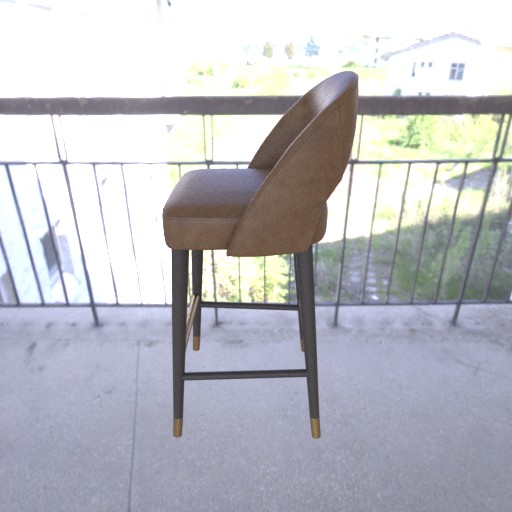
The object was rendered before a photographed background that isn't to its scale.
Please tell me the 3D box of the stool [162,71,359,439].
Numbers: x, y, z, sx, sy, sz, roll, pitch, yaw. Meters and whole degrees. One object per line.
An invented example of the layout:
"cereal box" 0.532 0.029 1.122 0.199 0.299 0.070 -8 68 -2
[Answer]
"stool" 0.000 0.000 1.345 0.509 1.037 0.494 0 26 1
